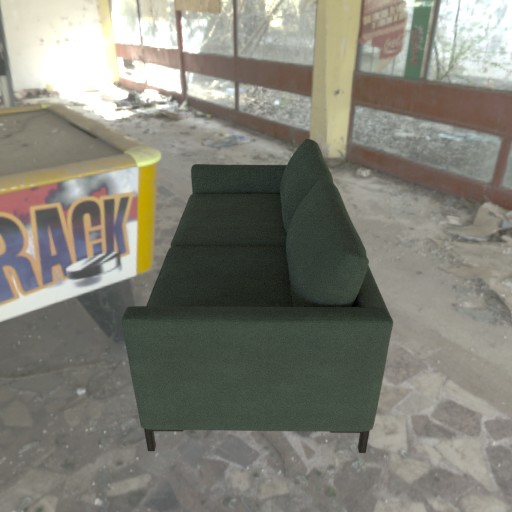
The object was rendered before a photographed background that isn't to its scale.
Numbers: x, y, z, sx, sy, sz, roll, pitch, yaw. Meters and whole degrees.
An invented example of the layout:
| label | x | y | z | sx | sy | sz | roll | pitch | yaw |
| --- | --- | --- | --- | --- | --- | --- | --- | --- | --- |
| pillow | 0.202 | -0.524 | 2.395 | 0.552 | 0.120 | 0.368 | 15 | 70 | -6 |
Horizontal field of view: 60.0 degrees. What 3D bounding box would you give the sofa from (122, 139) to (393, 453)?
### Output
| label | x | y | z | sx | sy | sz | roll | pitch | yaw |
| --- | --- | --- | --- | --- | --- | --- | --- | --- | --- |
| sofa | 0.000 | 0.000 | 2.187 | 0.875 | 0.817 | 1.676 | 0 | 28 | 1 |
